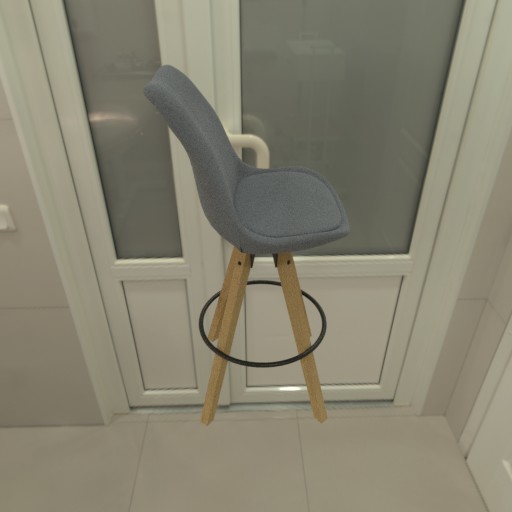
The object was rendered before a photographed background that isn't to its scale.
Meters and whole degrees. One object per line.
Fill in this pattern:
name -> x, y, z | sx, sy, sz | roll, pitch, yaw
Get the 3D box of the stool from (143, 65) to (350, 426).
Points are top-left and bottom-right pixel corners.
stool -> 0.000, 0.000, 1.438 | 0.550, 1.115, 0.485 | -1, 33, -1
